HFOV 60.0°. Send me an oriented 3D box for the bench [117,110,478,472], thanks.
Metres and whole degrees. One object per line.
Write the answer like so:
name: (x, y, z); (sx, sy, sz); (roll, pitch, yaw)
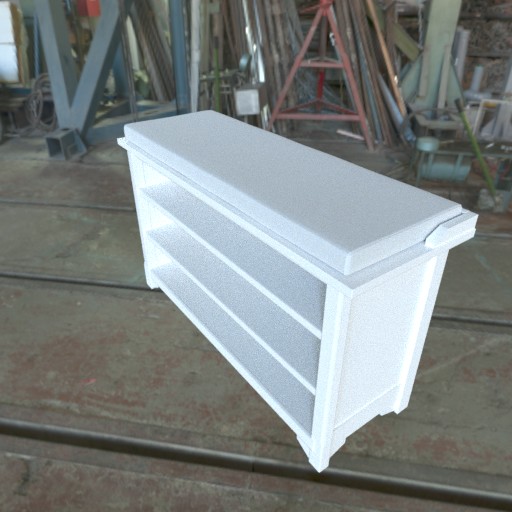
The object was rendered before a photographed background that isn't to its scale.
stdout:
bench: (0.000, 0.000, 1.249); (0.346, 0.589, 0.987); (-21, 37, -30)
